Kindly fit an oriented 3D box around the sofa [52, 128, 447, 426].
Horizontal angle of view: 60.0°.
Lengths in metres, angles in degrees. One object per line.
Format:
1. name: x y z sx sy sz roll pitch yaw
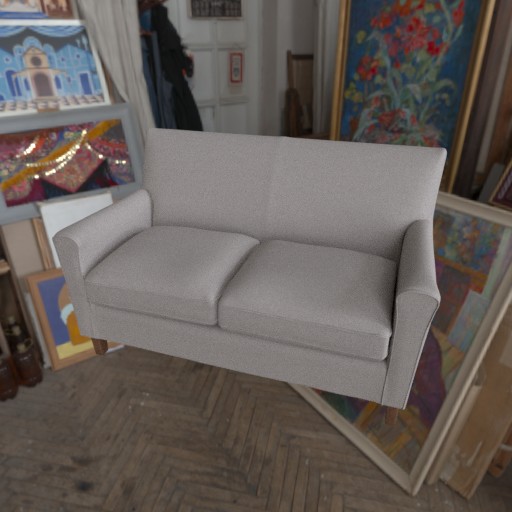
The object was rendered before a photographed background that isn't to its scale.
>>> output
1. sofa: 0.000 0.000 1.987 1.482 0.890 0.888 9 28 16
